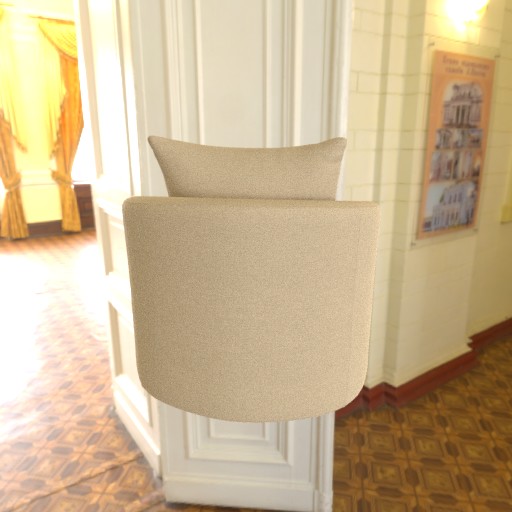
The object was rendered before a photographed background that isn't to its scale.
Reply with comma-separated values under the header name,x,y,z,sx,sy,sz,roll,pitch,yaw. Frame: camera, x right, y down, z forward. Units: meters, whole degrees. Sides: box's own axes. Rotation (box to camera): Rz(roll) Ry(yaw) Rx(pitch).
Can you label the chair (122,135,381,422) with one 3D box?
name,x,y,z,sx,sy,sz,roll,pitch,yaw
chair,0.000,0.000,1.620,0.845,0.848,0.910,3,15,9
